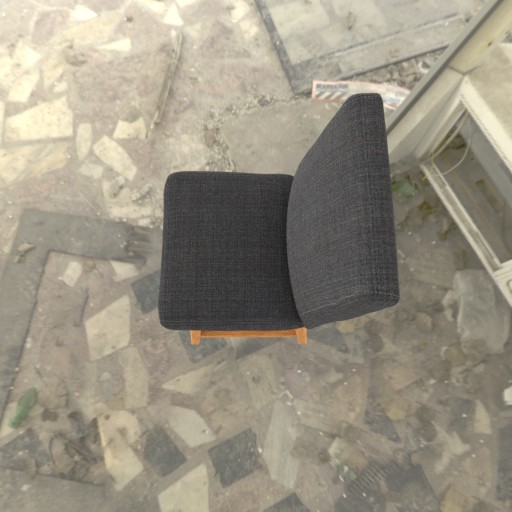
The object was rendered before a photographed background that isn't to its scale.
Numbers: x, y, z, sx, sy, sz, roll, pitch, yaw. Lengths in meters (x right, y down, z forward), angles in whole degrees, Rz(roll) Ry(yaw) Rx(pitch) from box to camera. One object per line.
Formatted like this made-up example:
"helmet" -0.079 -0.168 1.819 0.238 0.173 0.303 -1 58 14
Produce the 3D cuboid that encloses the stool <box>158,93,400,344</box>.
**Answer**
"stool" 0.000 0.000 1.317 0.526 1.010 0.459 0 76 0
